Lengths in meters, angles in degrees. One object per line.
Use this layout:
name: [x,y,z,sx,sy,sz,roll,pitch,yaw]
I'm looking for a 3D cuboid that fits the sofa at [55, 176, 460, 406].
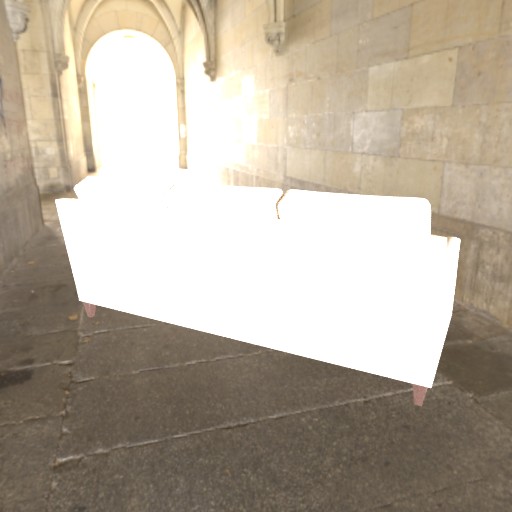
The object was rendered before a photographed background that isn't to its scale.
sofa: [0.000,0.000,2.716,2.210,0.940,1.041,8,18,27]
